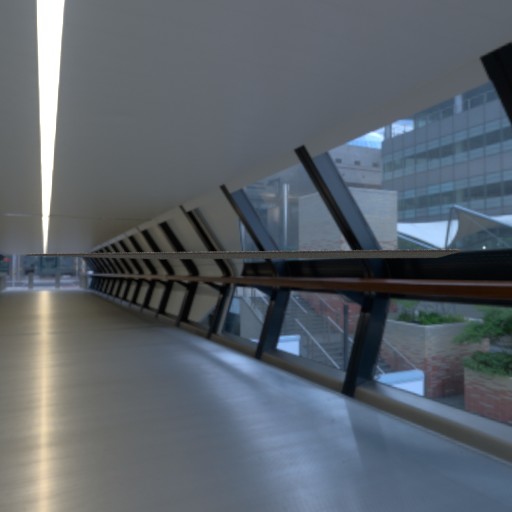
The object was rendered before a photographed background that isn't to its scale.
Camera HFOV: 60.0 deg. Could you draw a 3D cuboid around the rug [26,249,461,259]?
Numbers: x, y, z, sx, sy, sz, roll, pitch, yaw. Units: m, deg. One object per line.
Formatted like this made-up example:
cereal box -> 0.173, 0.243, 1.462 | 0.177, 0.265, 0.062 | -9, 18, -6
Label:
rug -> 0.000, 0.000, 2.256 | 1.783, 0.008, 1.175 | 0, -1, 19
